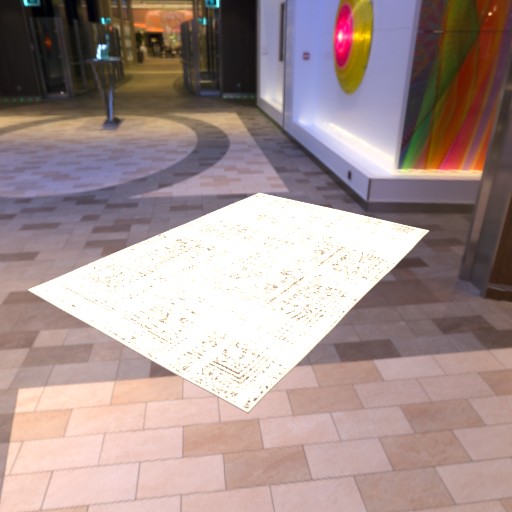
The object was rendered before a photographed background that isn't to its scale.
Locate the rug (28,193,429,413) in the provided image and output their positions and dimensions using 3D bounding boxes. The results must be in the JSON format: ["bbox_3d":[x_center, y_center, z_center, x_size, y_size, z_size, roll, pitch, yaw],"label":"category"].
[{"bbox_3d":[0.000,0.000,3.151,1.706,0.026,2.438,18,31,32],"label":"rug"}]
